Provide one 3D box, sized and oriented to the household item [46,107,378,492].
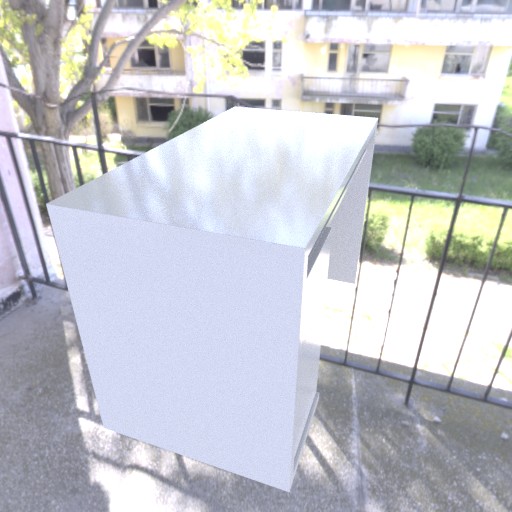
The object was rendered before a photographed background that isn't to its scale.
[{"bbox_3d":[0.000,0.000,1.536,0.597,0.749,1.100,10,32,17],"label":"household item"}]
